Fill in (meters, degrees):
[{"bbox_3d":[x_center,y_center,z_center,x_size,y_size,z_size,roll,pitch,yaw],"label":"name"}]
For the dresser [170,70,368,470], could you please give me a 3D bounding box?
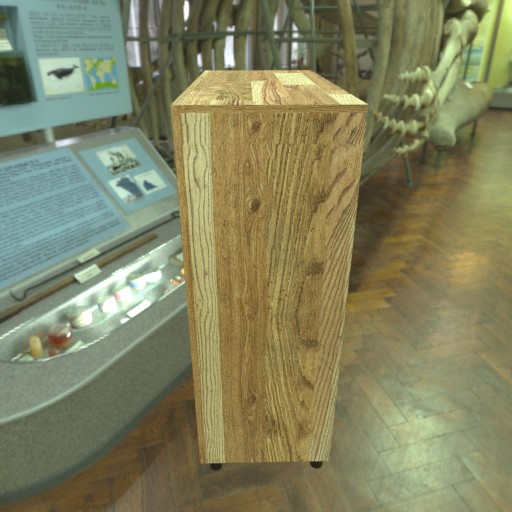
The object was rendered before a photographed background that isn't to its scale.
[{"bbox_3d":[0.000,0.000,1.696,0.480,1.243,0.966,-1,27,-1],"label":"dresser"}]
